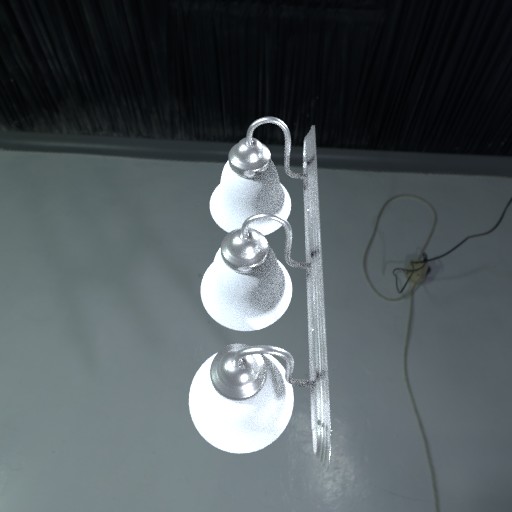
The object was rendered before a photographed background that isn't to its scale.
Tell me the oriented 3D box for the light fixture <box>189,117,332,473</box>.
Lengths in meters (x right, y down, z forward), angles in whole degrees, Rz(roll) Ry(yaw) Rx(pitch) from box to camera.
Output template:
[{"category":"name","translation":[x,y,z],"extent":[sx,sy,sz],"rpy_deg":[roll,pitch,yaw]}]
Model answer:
[{"category":"light fixture","translation":[0.000,0.000,0.703],"extent":[0.199,0.222,0.610],"rpy_deg":[1,58,1]}]
